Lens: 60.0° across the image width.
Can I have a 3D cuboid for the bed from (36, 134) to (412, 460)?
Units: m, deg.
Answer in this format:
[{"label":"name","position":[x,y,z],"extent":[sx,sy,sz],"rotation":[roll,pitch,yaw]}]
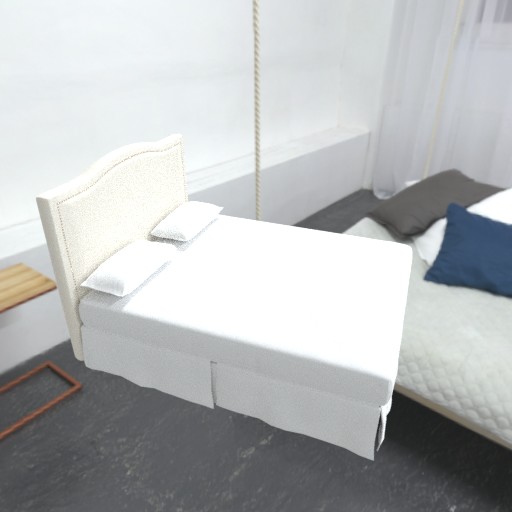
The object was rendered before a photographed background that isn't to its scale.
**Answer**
[{"label":"bed","position":[0.000,0.000,3.373],"extent":[2.282,1.436,1.821],"rotation":[10,31,18]}]
